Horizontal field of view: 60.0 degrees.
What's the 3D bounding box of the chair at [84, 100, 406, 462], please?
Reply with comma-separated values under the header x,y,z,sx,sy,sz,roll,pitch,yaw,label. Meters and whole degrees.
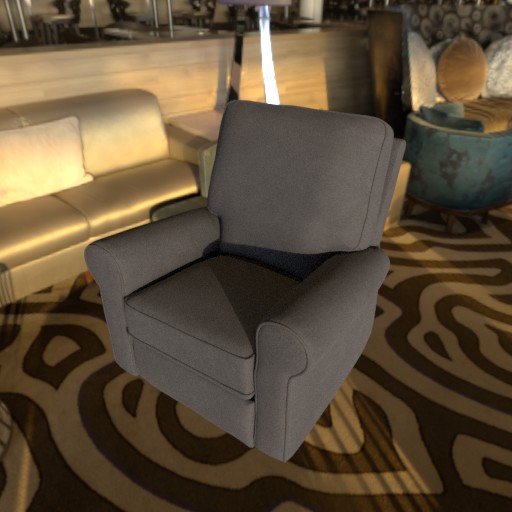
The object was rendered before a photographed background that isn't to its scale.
x,y,z,sx,sy,sz,roll,pitch,yaw,label
0.000,0.000,1.632,0.890,0.961,0.878,19,36,29,chair
